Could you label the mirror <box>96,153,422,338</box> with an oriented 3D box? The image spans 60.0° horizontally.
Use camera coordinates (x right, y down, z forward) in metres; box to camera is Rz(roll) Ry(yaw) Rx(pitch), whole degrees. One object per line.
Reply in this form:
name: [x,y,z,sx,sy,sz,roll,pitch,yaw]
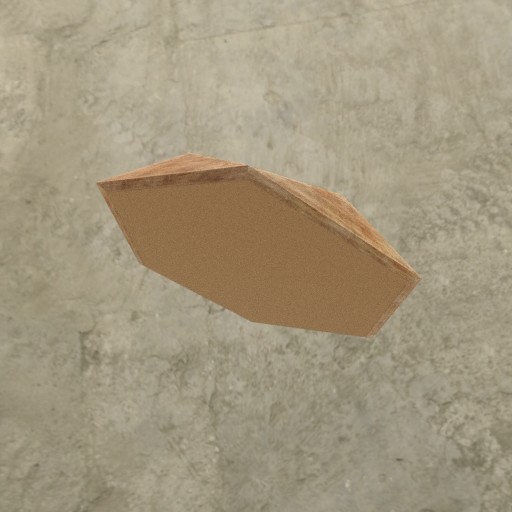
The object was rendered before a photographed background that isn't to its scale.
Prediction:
mirror: [0.000,0.000,1.059,0.675,0.779,0.091,17,65,8]
